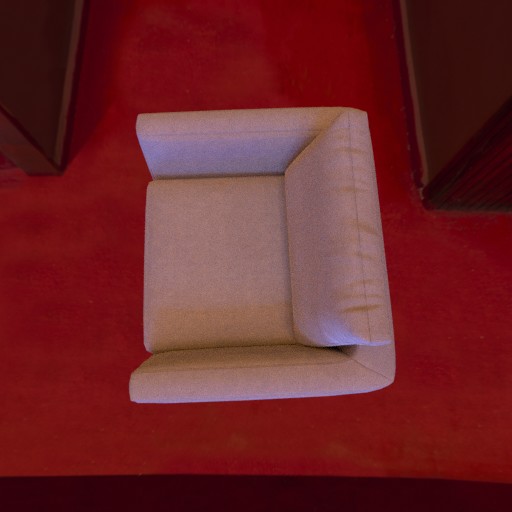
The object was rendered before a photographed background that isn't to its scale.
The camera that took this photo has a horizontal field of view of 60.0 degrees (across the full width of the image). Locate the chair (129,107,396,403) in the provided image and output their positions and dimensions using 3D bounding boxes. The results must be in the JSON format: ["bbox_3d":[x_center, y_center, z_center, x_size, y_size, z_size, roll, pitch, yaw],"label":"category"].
[{"bbox_3d":[0.000,0.000,1.717,0.889,0.864,1.041,-2,76,-1],"label":"chair"}]
